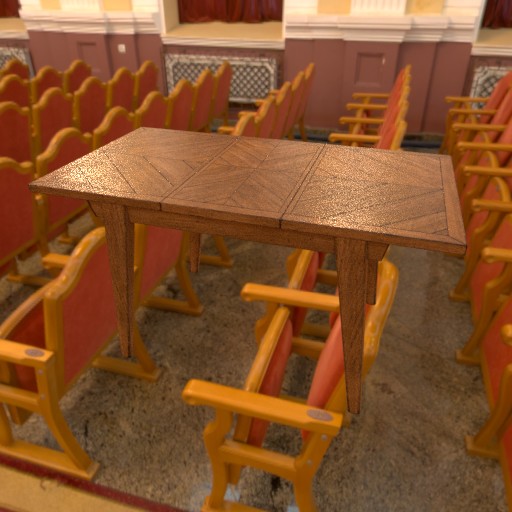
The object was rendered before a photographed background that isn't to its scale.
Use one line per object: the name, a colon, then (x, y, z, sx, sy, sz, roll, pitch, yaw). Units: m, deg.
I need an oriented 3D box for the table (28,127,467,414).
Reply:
table: (0.000, 0.000, 1.844, 1.400, 0.760, 0.757, 9, 33, 15)
